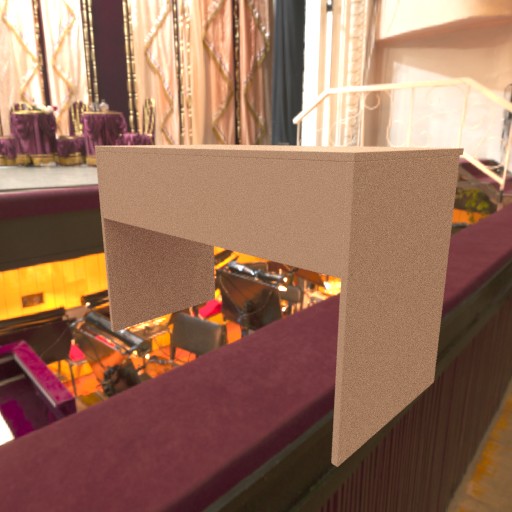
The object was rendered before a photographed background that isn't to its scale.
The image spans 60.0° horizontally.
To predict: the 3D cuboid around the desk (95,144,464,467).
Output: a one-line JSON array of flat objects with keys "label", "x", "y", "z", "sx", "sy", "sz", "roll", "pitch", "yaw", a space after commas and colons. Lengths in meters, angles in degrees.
[{"label": "desk", "x": 0.000, "y": 0.000, "z": 1.527, "sx": 1.100, "sy": 0.730, "sz": 0.560, "roll": 14, "pitch": 20, "yaw": 43}]
